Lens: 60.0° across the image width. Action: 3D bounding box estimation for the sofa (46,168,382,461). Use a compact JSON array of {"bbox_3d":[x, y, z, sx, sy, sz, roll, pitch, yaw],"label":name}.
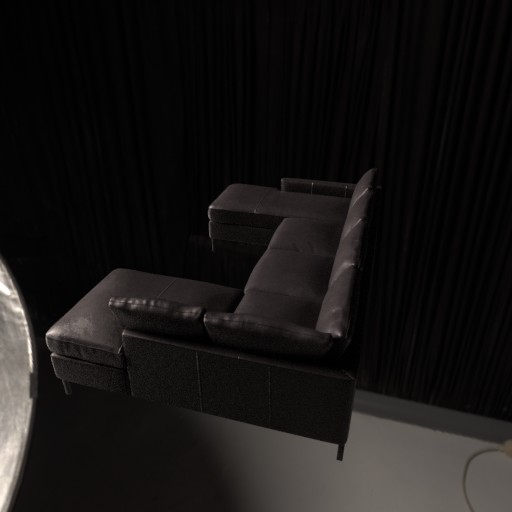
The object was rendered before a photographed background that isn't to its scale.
[{"bbox_3d":[0.000,0.000,3.804,1.939,0.900,2.956,8,31,14],"label":"sofa"}]
